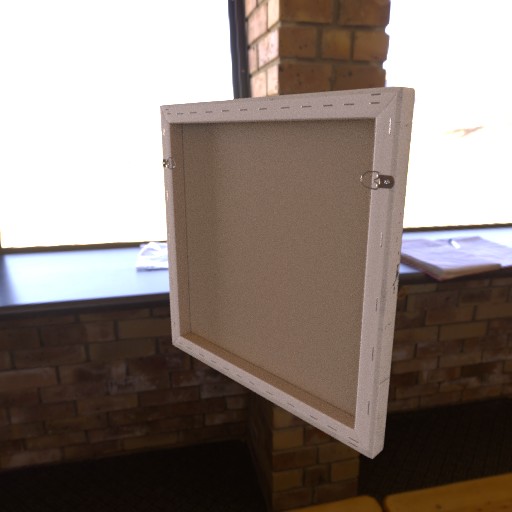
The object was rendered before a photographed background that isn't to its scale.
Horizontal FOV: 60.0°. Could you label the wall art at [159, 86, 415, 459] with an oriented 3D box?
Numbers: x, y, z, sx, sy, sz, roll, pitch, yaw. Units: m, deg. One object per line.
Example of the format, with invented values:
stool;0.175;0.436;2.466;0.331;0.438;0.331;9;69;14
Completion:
wall art;0.000;0.000;0.908;0.040;0.611;0.610;-15;21;-42
